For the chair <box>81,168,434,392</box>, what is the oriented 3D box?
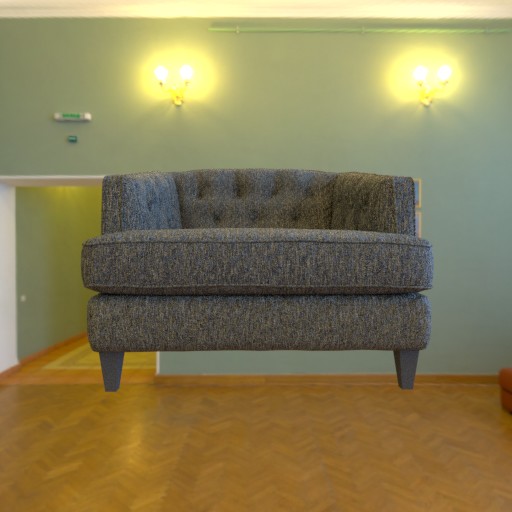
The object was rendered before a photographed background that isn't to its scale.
[{"bbox_3d":[0.000,0.000,1.776,1.104,0.852,0.941,0,0,-1],"label":"chair"}]
